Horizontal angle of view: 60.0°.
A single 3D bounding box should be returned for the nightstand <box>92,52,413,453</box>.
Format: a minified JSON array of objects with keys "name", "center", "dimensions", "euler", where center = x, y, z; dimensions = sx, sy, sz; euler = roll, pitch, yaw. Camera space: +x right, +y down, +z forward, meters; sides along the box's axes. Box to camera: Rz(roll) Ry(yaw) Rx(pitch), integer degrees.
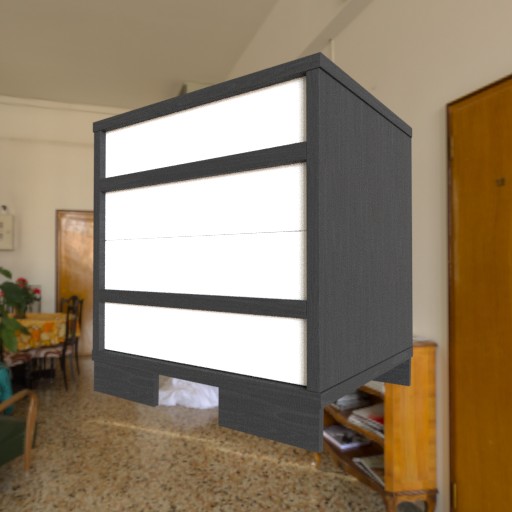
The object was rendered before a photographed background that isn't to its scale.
[{"name":"nightstand","center":[0.000,0.000,0.756],"dimensions":[0.427,0.448,0.347],"euler":[-1,-1,36]}]
